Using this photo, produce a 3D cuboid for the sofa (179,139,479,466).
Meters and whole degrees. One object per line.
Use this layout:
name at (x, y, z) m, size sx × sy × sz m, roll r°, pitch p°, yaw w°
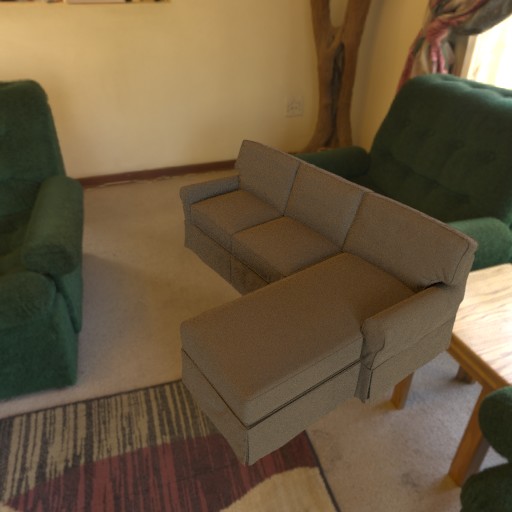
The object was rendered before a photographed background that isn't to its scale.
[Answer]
sofa at (0.000, 0.000, 3.340) m, size 1.733 × 0.978 × 2.475 m, roll -21°, pitch 38°, yaw -29°
